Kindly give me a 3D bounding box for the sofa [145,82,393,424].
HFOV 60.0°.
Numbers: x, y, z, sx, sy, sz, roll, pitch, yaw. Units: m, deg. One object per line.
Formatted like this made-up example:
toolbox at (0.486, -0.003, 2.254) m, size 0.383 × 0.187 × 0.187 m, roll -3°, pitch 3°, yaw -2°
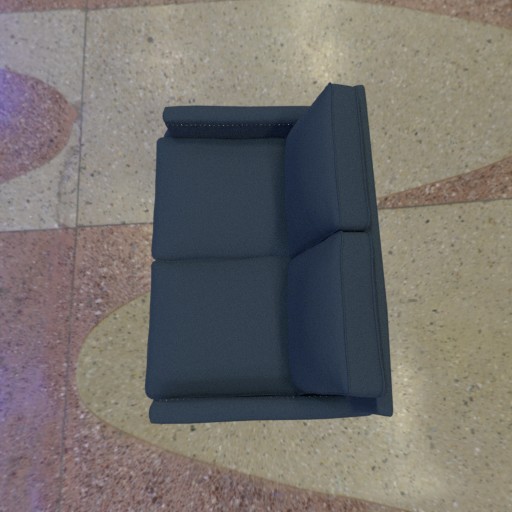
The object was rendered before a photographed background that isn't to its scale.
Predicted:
sofa at (0.000, 0.000, 2.263) m, size 1.084 × 1.003 × 1.597 m, roll -1°, pitch 75°, yaw 0°
